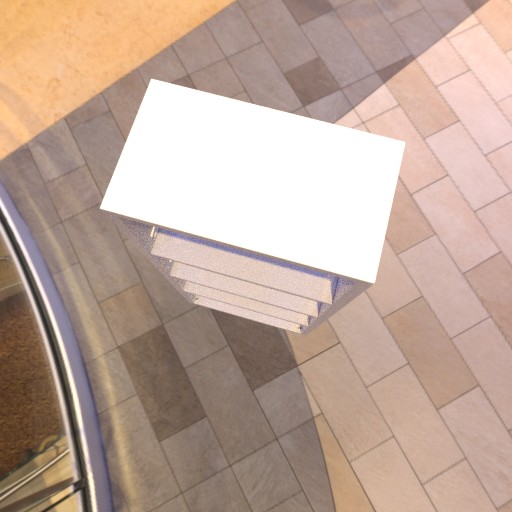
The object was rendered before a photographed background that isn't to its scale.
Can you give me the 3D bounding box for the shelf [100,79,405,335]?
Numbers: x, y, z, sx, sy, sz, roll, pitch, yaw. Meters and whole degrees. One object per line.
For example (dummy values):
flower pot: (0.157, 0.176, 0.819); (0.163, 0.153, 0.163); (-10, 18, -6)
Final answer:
shelf: (0.000, 0.000, 1.665); (0.611, 1.411, 0.340); (15, 76, 4)
